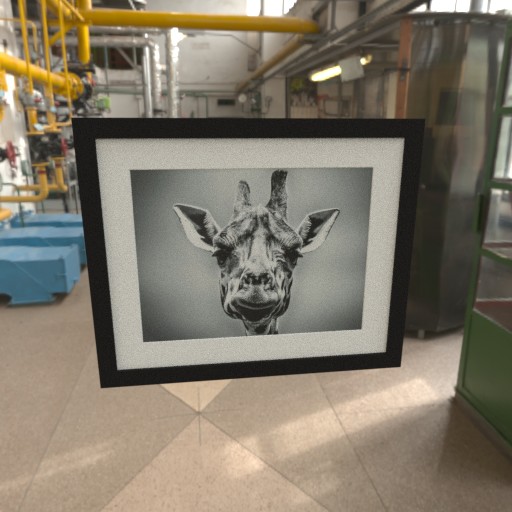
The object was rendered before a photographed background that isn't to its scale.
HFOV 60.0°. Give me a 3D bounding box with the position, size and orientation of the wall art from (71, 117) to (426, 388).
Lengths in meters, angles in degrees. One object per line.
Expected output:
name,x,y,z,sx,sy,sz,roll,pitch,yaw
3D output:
wall art,0.000,0.000,0.770,0.558,0.457,0.031,-2,16,-7
